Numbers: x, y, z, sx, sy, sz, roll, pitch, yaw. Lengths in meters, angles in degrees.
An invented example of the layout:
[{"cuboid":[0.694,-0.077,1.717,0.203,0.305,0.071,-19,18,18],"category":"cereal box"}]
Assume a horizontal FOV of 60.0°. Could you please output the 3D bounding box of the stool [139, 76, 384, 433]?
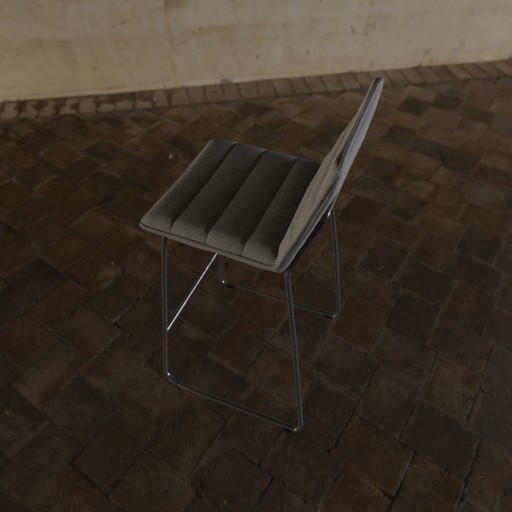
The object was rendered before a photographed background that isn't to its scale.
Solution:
[{"cuboid":[0.000,0.000,1.247,0.490,0.960,0.490,16,49,15],"category":"stool"}]
